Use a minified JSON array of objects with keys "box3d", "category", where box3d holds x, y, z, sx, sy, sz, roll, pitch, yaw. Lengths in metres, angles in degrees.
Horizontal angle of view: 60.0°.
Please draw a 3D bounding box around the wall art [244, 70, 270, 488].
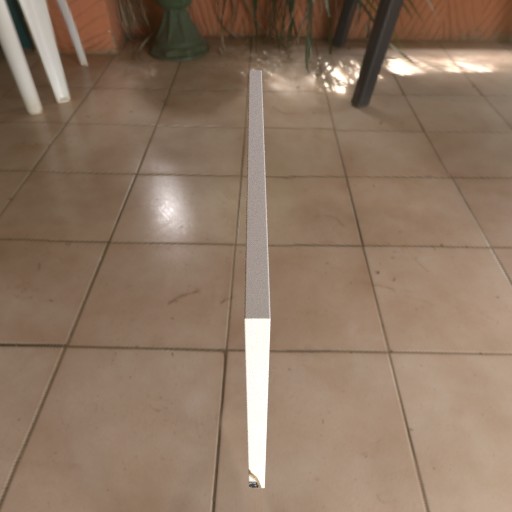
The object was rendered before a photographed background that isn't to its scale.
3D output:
[{"box3d":[0.000,0.000,1.128,0.038,0.601,0.898,0,43,0],"category":"wall art"}]
